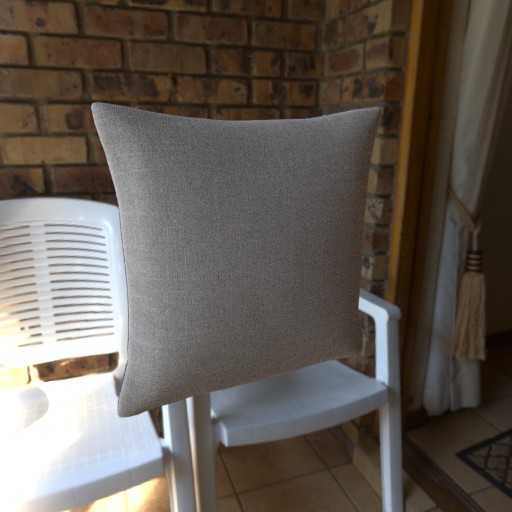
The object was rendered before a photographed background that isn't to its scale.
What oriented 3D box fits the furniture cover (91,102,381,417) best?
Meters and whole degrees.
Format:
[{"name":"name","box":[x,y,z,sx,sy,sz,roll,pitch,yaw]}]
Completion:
[{"name":"furniture cover","box":[0.000,0.000,0.778,0.511,0.503,0.162,-8,18,-25]}]
